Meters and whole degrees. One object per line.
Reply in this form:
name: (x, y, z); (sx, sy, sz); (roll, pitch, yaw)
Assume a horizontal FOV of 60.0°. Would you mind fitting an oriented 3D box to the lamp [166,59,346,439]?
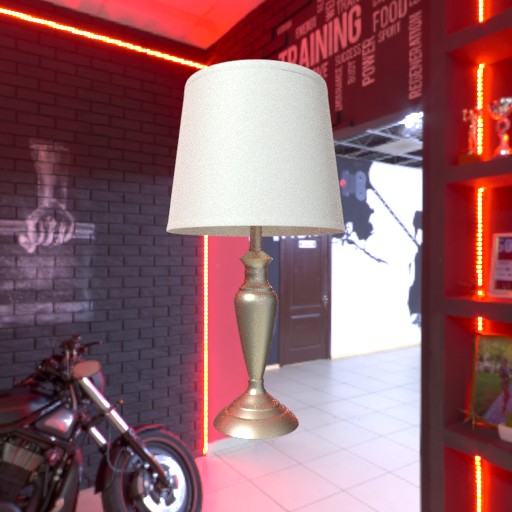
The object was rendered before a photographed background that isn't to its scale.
lamp: (0.000, 0.000, 0.828); (0.328, 0.619, 0.328); (0, 0, 0)
